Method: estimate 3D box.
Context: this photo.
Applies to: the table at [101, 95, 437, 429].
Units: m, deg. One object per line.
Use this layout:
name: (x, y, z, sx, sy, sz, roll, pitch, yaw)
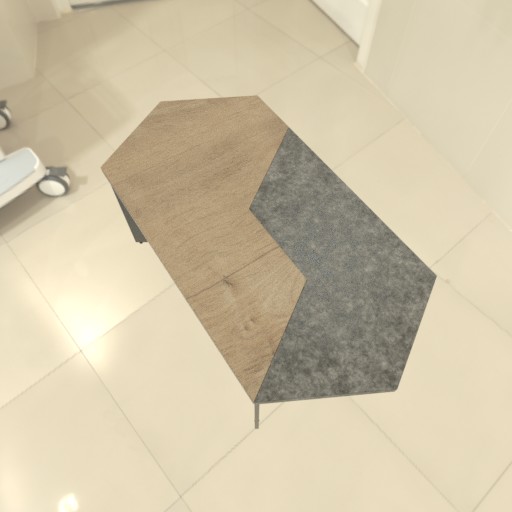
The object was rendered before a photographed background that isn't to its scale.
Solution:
table: (0.000, 0.000, 1.520, 0.609, 0.457, 1.219, -30, 64, -16)
